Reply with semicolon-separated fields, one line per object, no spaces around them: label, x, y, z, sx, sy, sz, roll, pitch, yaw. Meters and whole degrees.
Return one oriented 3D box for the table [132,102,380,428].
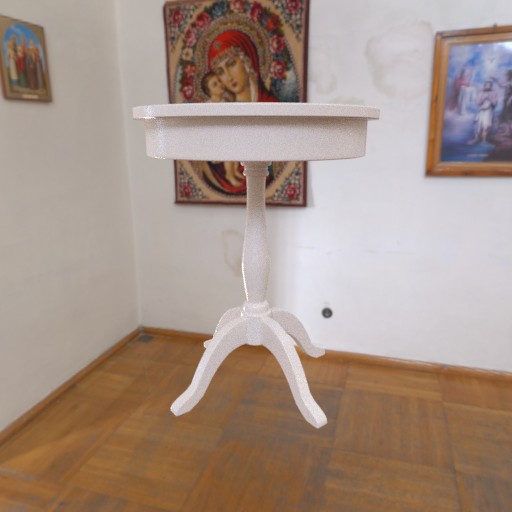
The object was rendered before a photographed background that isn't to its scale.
table;0.000;0.000;1.037;0.513;0.653;0.513;0;16;0
